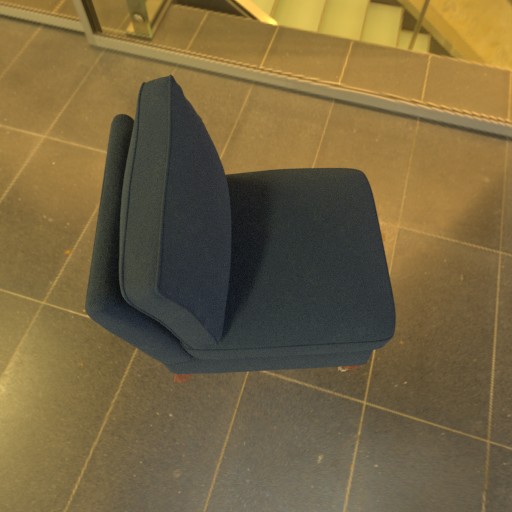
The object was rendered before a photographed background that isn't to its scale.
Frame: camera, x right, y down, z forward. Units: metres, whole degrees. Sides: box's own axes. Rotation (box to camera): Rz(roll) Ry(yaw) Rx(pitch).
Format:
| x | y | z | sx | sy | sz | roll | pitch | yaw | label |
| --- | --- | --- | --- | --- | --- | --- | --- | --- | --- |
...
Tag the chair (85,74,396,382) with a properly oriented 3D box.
| x | y | z | sx | sy | sz | roll | pitch | yaw | label |
| --- | --- | --- | --- | --- | --- | --- | --- | --- | --- |
| 0.000 | 0.000 | 1.617 | 0.912 | 1.052 | 0.724 | -2 | 63 | -1 | chair |
